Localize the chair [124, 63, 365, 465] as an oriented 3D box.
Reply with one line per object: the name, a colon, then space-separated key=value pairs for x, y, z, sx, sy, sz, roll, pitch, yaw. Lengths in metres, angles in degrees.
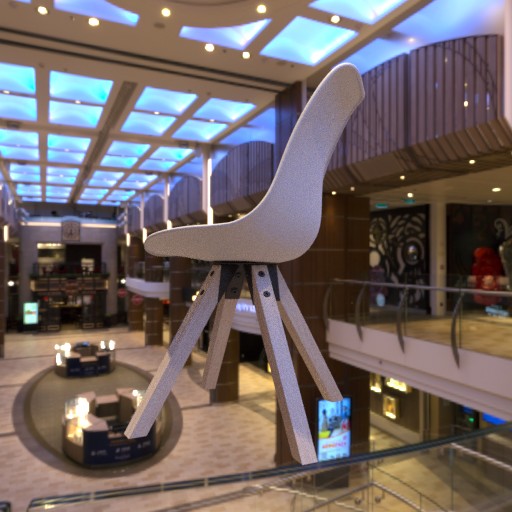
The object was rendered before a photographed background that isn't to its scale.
chair: x=0.000 y=0.000 z=1.162 sx=0.550 sy=0.850 sz=0.485 roll=0 pitch=0 yaw=18
